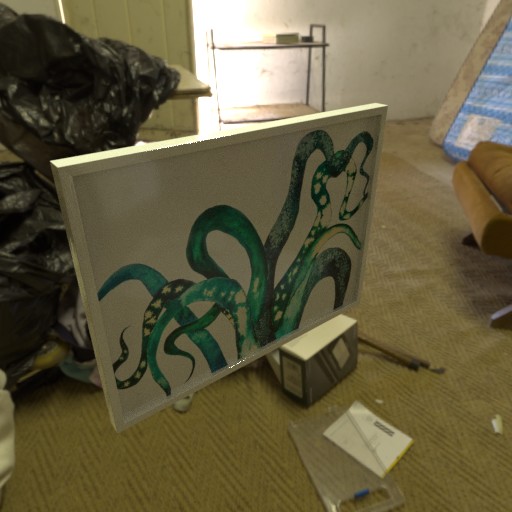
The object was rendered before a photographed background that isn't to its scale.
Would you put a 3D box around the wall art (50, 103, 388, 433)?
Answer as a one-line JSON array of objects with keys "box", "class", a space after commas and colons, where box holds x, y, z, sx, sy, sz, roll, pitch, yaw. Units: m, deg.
[{"box": [0.000, 0.000, 1.372, 1.041, 0.787, 0.053, -21, 35, -32], "class": "wall art"}]
